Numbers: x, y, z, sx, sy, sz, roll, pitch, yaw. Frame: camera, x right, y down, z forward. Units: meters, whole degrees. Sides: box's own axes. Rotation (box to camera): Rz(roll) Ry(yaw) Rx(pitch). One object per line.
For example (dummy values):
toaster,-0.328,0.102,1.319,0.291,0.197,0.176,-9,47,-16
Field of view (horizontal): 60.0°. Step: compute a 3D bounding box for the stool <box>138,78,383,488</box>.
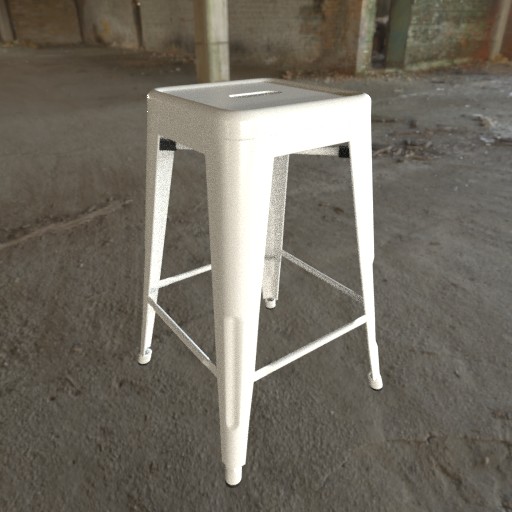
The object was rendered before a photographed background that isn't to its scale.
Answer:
stool,0.000,0.000,0.864,0.406,0.610,0.406,-19,34,-31
